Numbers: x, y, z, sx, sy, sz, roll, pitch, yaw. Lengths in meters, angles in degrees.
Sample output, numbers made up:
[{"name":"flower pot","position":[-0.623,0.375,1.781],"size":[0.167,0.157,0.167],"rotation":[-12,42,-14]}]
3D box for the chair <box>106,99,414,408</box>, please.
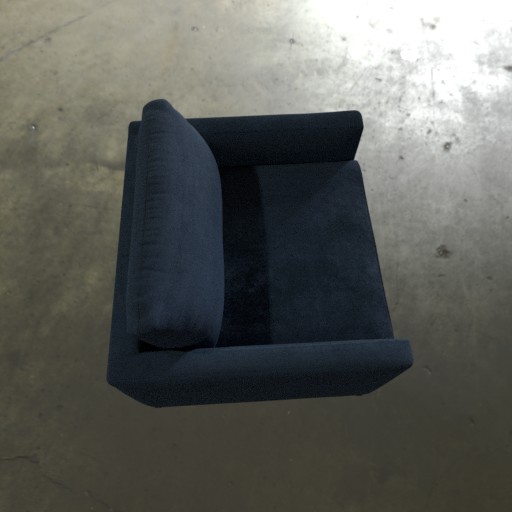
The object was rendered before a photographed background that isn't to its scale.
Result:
[{"name":"chair","position":[0.000,0.000,1.600],"size":[0.875,0.812,0.964],"rotation":[-3,64,-1]}]
